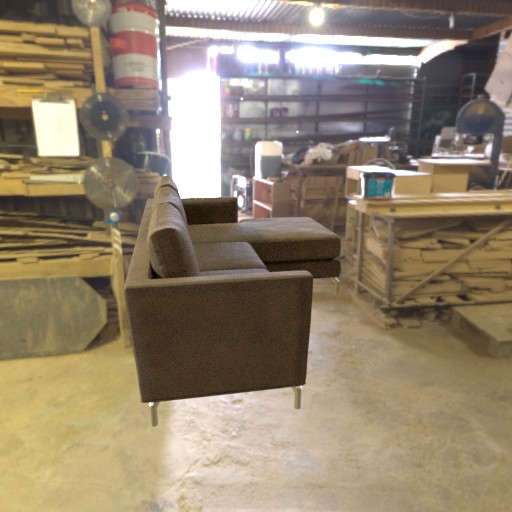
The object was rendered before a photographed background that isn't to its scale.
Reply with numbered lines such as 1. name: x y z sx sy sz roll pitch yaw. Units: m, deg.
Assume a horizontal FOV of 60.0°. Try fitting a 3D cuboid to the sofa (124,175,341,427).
1. sofa: 0.000 0.000 3.241 1.622 0.987 2.438 -3 17 -10
